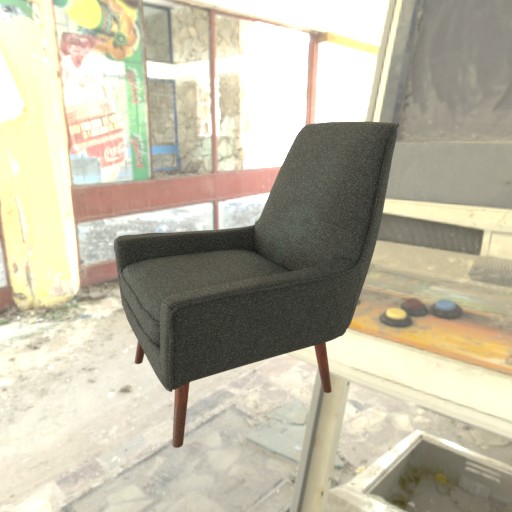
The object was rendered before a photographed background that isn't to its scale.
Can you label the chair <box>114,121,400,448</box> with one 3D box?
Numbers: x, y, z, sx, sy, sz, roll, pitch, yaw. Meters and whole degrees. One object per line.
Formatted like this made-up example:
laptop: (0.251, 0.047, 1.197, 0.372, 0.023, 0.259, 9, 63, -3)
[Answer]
chair: (0.000, 0.000, 1.514, 0.859, 0.883, 0.763, -8, 18, -25)
